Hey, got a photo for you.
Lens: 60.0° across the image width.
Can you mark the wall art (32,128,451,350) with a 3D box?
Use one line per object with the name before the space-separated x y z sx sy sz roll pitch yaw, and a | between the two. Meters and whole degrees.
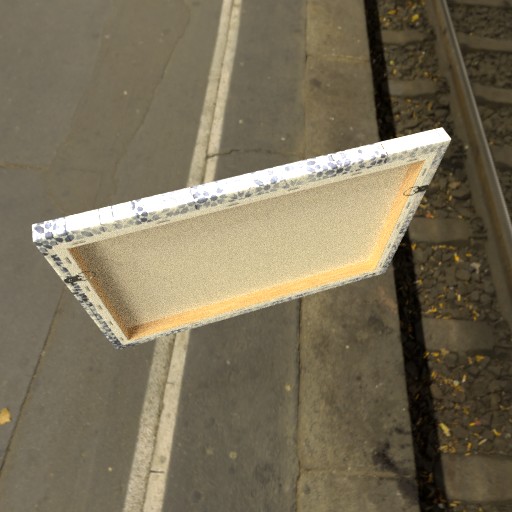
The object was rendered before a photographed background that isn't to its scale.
wall art | 0.000 0.000 0.794 0.608 0.406 0.030 -15 59 -9
